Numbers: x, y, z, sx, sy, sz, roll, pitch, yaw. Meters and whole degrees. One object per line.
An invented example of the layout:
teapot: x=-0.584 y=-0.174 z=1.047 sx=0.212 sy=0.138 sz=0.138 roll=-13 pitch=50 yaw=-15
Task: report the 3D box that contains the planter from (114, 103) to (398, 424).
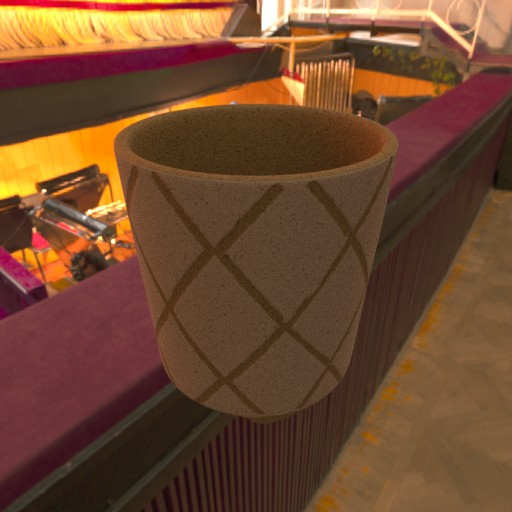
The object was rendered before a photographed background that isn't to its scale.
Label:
planter: x=0.000 y=0.000 z=0.356 sx=0.191 sy=0.199 sz=0.191 roll=0 pitch=30 yaw=0
